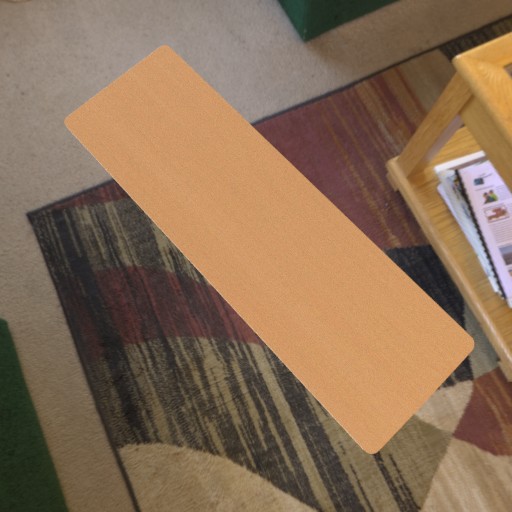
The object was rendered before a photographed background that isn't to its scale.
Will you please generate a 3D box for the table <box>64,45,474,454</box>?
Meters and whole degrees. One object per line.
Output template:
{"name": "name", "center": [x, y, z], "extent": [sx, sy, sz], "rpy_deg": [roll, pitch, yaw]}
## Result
{"name": "table", "center": [0.000, 0.000, 1.724], "extent": [0.446, 0.750, 1.397], "rpy_deg": [-42, 79, -10]}
